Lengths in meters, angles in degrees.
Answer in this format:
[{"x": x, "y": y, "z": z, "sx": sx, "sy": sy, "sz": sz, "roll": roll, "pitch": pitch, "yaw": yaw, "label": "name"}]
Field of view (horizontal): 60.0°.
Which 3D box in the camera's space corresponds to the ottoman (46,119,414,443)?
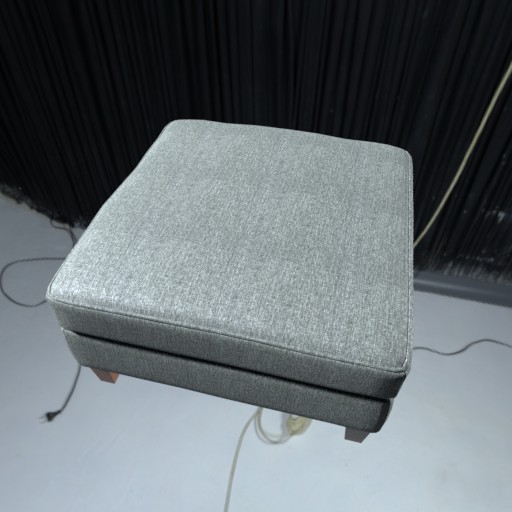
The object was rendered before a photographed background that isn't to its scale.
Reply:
[{"x": 0.000, "y": 0.000, "z": 1.335, "sx": 0.838, "sy": 0.481, "sz": 0.838, "roll": 10, "pitch": 47, "yaw": 9, "label": "ottoman"}]
